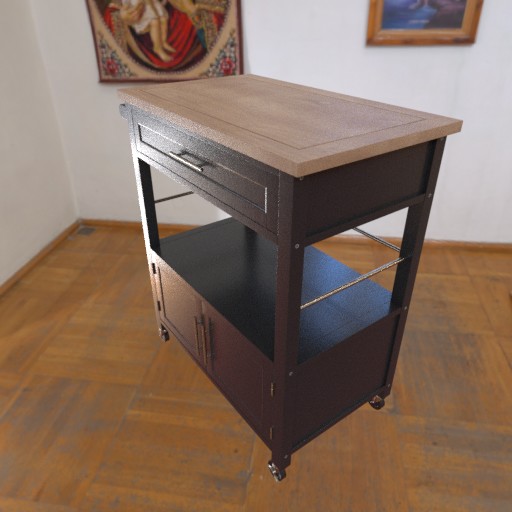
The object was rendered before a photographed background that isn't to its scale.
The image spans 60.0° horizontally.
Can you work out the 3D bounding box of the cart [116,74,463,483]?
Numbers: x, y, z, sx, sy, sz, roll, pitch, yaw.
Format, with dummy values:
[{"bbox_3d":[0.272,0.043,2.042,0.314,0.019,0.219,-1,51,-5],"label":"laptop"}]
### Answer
[{"bbox_3d":[0.000,0.000,1.330,0.459,0.901,0.840,-21,36,-31],"label":"cart"}]
